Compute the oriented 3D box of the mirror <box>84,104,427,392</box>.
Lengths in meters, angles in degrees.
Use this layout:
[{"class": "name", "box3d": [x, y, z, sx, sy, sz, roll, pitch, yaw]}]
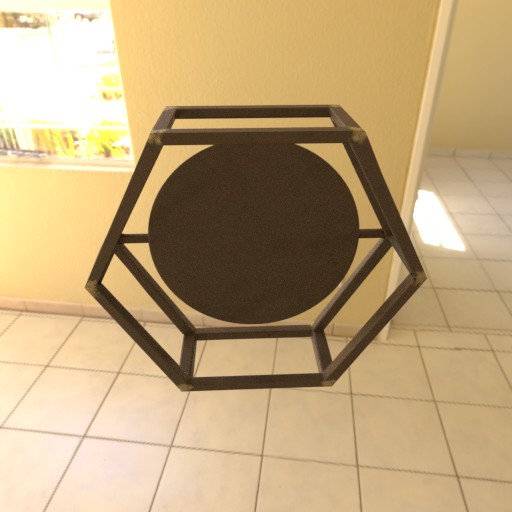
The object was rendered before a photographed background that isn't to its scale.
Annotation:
[{"class": "mirror", "box3d": [0.000, 0.000, 0.542, 0.380, 0.334, 0.119, -1, 31, -2]}]
